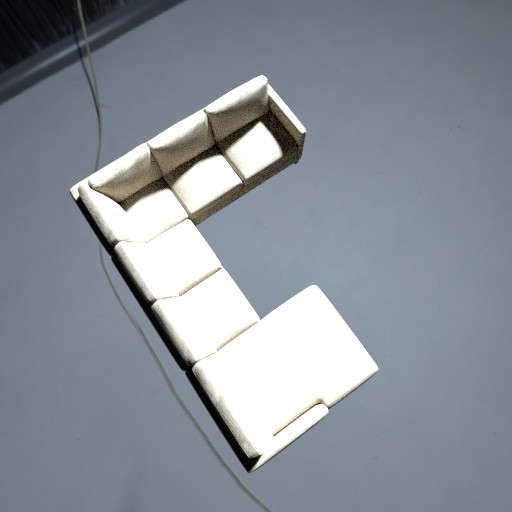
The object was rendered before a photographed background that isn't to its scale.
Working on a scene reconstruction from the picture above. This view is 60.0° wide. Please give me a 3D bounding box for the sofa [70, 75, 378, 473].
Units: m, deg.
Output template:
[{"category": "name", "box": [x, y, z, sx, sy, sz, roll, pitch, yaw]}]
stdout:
[{"category": "sofa", "box": [0.000, 0.000, 4.828, 2.593, 0.959, 3.460, -34, 77, -9]}]
